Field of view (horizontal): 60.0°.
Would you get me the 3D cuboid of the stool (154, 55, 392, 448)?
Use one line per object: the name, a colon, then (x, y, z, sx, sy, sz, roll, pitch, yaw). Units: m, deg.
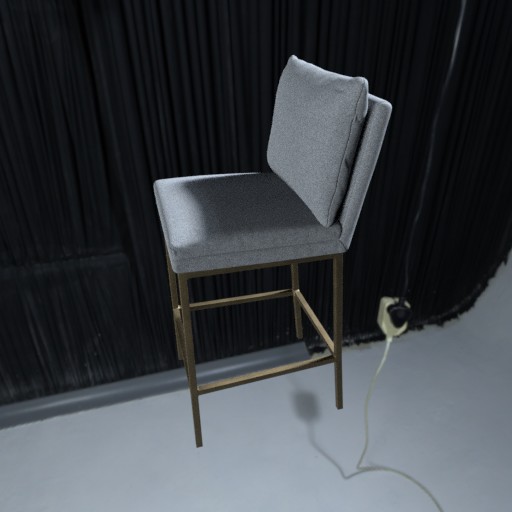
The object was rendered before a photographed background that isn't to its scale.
stool: (0.000, 0.000, 1.423, 0.569, 1.130, 0.463, -8, 31, -14)
